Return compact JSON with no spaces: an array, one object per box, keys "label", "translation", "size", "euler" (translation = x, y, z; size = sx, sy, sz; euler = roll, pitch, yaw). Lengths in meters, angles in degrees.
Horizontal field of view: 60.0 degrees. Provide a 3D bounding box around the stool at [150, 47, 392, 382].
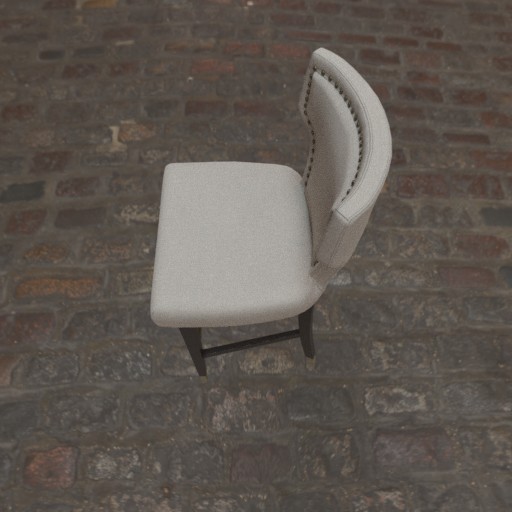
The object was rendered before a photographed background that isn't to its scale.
[{"label":"stool","translation":[0.000,0.000,1.385],"size":[0.563,1.092,0.526],"euler":[-1,59,-1]}]
